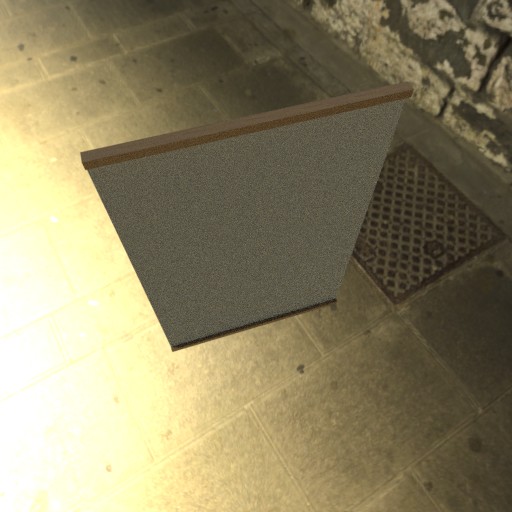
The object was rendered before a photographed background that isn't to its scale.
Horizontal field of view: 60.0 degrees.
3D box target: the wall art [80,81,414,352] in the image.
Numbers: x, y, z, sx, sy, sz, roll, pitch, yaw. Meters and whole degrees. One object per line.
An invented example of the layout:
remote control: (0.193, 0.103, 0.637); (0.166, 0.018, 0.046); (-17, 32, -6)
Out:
wall art: (0.000, 0.000, 1.296); (0.669, 1.020, 0.027); (-15, 60, -9)
